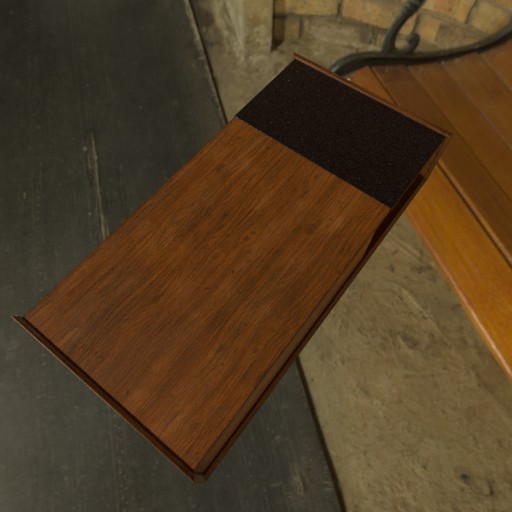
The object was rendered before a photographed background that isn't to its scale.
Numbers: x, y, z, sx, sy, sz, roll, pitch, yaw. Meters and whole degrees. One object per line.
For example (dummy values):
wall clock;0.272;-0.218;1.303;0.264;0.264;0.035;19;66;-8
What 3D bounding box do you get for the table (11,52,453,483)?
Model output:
table;0.000;0.000;1.471;0.610;0.508;1.221;35;68;16
